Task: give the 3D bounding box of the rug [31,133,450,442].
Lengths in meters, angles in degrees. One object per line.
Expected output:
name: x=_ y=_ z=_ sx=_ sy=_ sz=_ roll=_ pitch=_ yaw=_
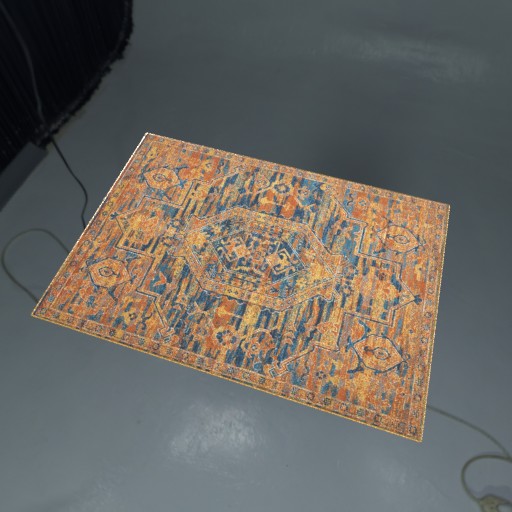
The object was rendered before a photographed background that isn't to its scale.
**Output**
rug: x=0.000 y=0.000 z=3.614 sx=2.916 sy=0.019 sz=2.043 roll=15 pitch=60 yaw=9
